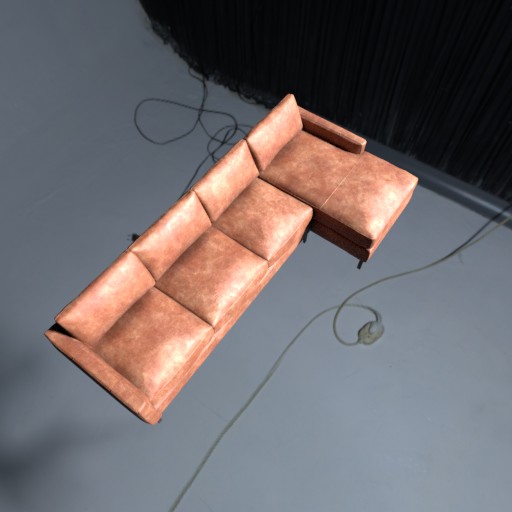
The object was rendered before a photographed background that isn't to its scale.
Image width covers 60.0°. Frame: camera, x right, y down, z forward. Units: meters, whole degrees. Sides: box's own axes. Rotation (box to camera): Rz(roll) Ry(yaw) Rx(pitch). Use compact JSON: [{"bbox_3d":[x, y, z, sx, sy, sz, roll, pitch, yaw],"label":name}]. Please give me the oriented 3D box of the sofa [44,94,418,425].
[{"bbox_3d":[0.000,0.000,3.628,1.471,0.859,2.993,32,64,18],"label":"sofa"}]
